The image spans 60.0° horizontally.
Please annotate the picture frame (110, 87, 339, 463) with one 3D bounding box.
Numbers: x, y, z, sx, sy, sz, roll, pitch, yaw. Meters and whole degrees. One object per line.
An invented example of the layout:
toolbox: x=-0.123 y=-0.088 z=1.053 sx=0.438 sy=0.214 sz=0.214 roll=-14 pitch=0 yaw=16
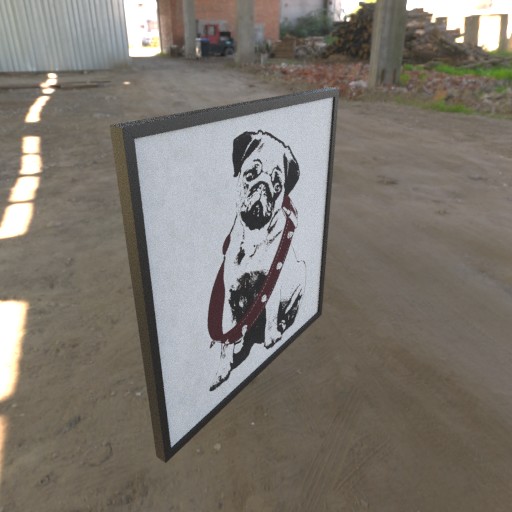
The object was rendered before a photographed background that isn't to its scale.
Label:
picture frame: x=0.000 y=0.000 z=1.168 sx=0.032 sy=0.775 sz=0.775 roll=18 pitch=31 yaw=32
